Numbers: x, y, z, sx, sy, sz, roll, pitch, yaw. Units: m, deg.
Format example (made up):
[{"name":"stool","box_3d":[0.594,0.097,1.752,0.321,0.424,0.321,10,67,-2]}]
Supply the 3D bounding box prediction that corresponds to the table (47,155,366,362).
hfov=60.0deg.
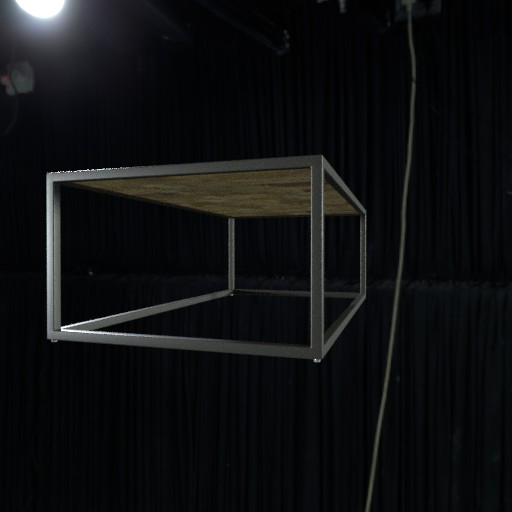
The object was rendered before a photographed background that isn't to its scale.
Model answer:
[{"name":"table","box_3d":[0.000,0.000,1.513,0.649,0.398,1.199,0,1,18]}]
